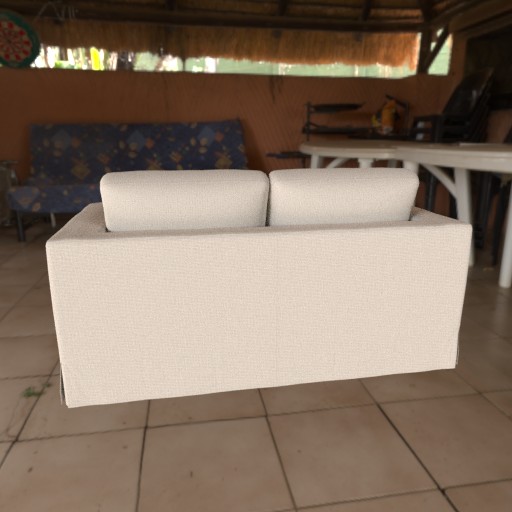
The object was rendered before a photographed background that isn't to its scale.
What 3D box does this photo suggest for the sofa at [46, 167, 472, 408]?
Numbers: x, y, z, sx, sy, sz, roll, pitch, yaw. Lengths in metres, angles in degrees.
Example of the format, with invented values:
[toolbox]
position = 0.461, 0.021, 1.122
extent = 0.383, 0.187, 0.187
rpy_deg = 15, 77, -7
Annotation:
[sofa]
position = 0.000, 0.000, 2.321
extent = 1.813, 0.932, 1.009
rpy_deg = -3, 15, -10
